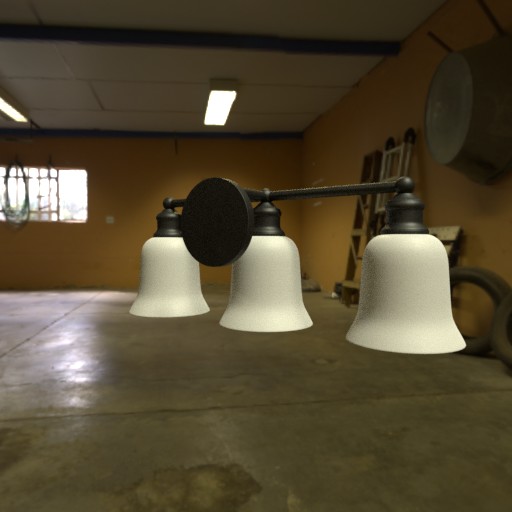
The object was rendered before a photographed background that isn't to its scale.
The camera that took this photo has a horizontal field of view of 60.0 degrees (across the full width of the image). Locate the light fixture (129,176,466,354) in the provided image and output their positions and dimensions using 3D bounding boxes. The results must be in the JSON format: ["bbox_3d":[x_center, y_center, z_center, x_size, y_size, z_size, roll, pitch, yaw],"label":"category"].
[{"bbox_3d":[0.000,0.000,0.666,0.570,0.211,0.198,1,2,35],"label":"light fixture"}]
